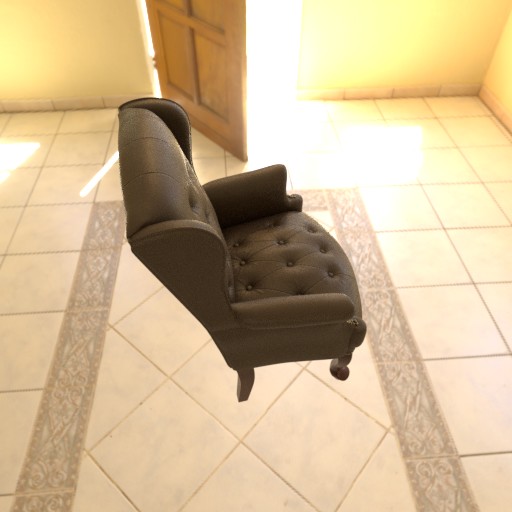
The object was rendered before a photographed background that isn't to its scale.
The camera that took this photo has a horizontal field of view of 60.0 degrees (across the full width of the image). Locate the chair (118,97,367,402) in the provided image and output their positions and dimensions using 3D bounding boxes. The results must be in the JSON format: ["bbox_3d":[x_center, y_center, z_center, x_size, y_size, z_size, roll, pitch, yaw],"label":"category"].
[{"bbox_3d":[0.000,0.000,1.714,0.819,1.132,0.829,-10,48,-9],"label":"chair"}]
